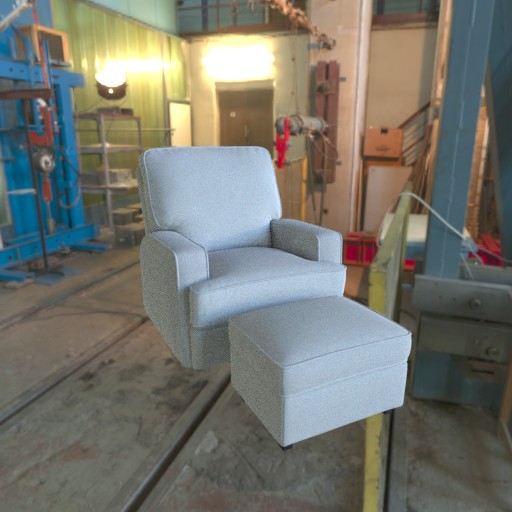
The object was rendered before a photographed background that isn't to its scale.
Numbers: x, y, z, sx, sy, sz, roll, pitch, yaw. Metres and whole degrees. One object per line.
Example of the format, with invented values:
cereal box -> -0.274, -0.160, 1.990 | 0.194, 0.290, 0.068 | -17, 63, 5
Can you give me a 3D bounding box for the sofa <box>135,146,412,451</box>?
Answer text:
sofa -> 0.000, 0.000, 2.060 | 0.861, 0.959, 1.472 | -8, 18, -25
